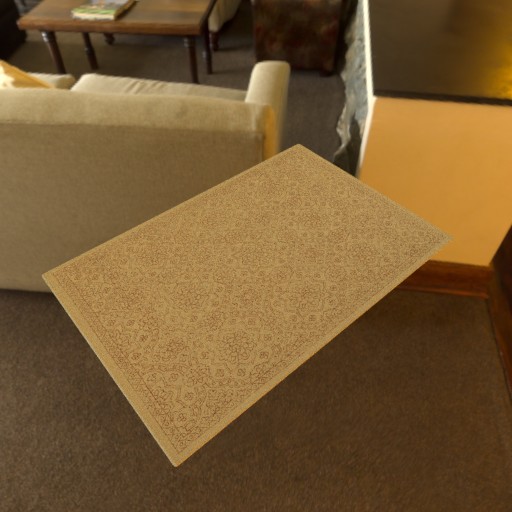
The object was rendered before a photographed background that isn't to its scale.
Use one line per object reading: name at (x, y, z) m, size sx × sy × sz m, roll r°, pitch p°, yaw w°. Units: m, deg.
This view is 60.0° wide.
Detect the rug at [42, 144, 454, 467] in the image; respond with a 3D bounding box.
rug at (0.000, 0.000, 2.343) m, size 1.829 × 0.010 × 1.219 m, roll -32°, pitch 55°, yaw -26°
